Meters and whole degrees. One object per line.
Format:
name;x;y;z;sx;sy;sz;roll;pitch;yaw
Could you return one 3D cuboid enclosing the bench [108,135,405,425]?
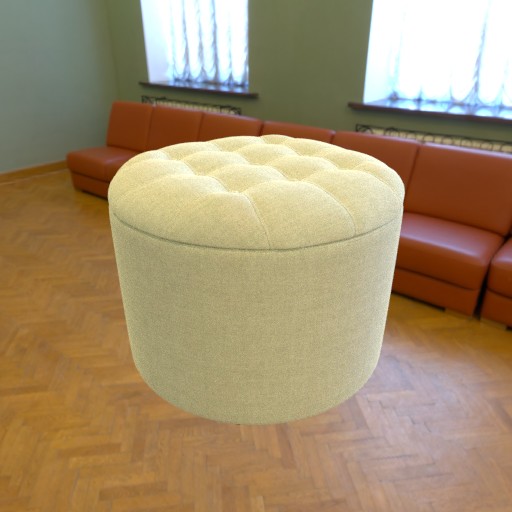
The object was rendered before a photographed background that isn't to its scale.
bench;0.000;0.000;1.005;0.600;0.453;0.600;0;27;0
